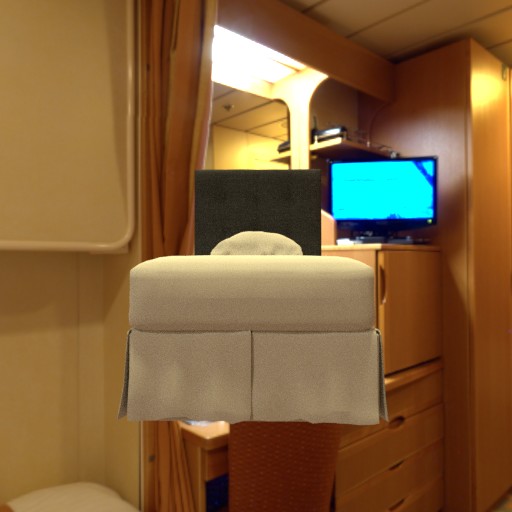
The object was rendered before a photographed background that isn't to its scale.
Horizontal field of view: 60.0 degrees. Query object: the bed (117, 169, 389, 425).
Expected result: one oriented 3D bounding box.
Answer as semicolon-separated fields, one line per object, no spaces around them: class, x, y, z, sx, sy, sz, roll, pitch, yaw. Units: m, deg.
bed;0.000;0.000;3.016;1.261;1.571;1.997;0;-1;1
